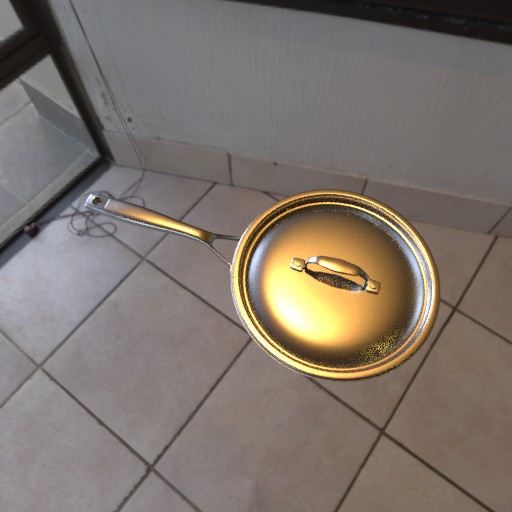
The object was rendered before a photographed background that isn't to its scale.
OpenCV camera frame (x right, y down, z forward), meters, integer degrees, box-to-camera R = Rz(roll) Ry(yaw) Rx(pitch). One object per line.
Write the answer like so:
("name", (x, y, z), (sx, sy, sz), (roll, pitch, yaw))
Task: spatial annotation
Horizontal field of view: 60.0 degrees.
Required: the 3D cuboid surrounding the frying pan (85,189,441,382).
("frying pan", (0.000, 0.000, 0.604), (0.490, 0.086, 0.272), (17, 65, 8))
